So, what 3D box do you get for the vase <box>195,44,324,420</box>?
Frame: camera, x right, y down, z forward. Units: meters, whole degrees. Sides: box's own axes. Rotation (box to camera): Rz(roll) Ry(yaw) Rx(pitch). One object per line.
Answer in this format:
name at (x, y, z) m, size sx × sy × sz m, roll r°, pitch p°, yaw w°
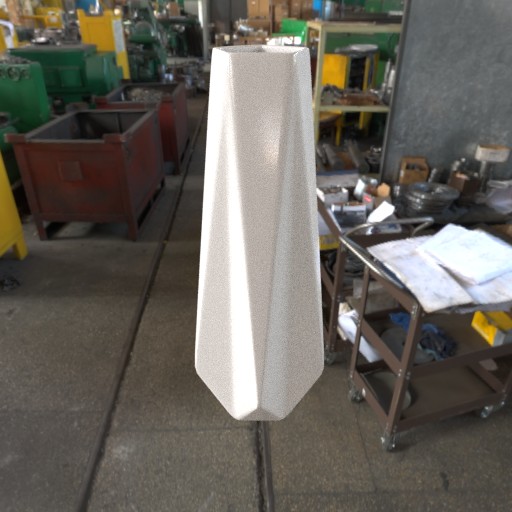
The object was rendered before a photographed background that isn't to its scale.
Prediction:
vase at (0.000, 0.000, 0.386) m, size 0.122 × 0.329 × 0.116 m, roll -20°, pitch 35°, yaw -30°
